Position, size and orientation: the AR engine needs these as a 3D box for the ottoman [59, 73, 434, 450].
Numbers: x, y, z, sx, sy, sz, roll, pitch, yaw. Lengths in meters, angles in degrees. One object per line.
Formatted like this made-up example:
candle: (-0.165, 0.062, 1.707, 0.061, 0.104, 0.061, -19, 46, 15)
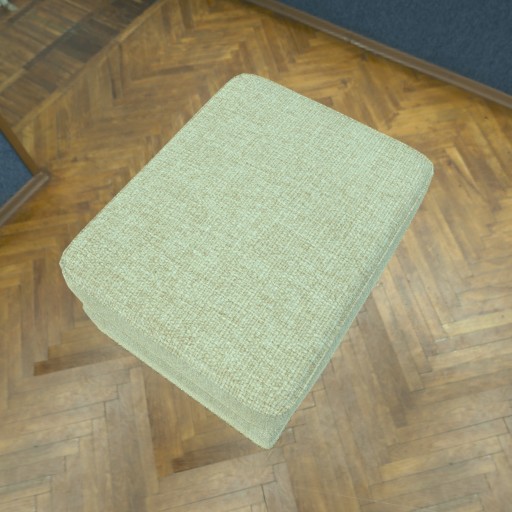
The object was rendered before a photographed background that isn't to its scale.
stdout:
ottoman: (0.000, 0.000, 1.156, 0.589, 0.537, 0.738, 31, 67, 15)
